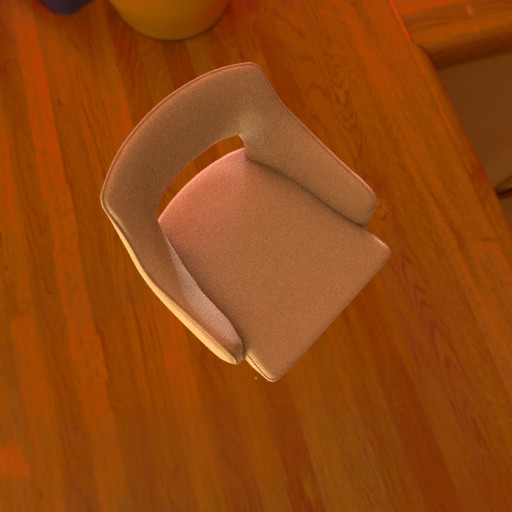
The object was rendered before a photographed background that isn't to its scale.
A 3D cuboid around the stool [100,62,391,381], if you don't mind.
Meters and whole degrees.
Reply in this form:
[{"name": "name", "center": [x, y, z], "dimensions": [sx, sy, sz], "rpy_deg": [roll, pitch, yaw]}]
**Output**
[{"name": "stool", "center": [0.000, 0.000, 1.282], "dimensions": [0.560, 0.936, 0.550], "rpy_deg": [43, 79, 11]}]
